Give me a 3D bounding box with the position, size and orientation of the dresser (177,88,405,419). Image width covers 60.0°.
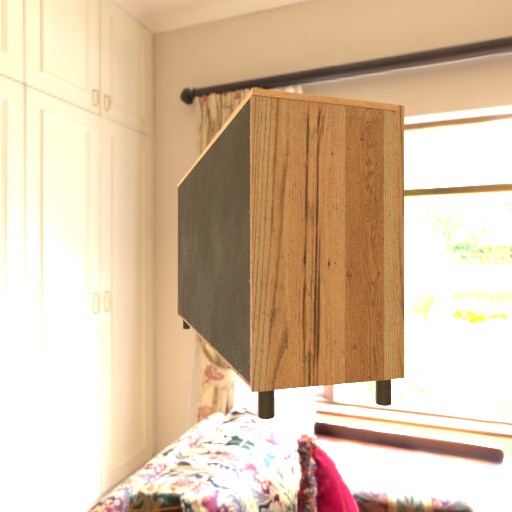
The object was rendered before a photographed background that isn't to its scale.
[{"bbox_3d":[0.000,0.000,1.912,0.487,0.834,1.547,0,0,-17],"label":"dresser"}]
